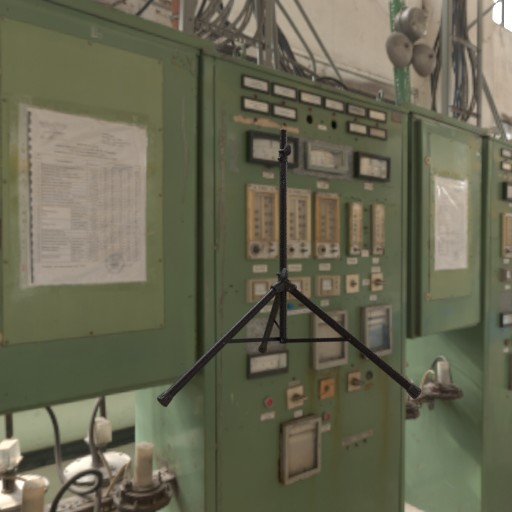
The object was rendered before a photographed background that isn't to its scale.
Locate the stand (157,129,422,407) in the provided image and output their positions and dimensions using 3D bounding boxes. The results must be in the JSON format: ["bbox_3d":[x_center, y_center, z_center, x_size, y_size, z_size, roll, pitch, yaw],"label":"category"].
[{"bbox_3d":[0.000,0.000,1.920,0.907,1.136,1.045,0,1,-35],"label":"stand"}]
